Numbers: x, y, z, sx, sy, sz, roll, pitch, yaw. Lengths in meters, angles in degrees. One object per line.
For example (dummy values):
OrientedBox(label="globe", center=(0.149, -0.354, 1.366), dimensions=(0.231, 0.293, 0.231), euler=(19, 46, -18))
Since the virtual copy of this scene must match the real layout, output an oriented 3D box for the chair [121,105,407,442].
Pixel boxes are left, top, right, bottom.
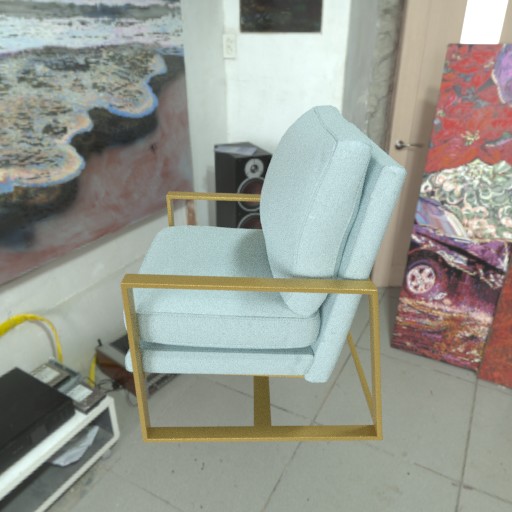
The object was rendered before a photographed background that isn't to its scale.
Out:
OrientedBox(label="chair", center=(0.000, 0.000, 1.548), dimensions=(0.813, 0.956, 0.758), euler=(0, 27, 0))
